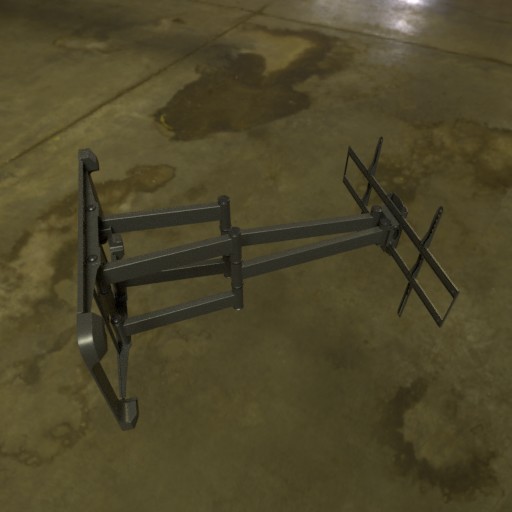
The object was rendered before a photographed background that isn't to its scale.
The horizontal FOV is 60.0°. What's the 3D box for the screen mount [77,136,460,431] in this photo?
[{"bbox_3d":[0.000,0.000,1.340,0.905,0.483,0.725,-11,48,-10],"label":"screen mount"}]
